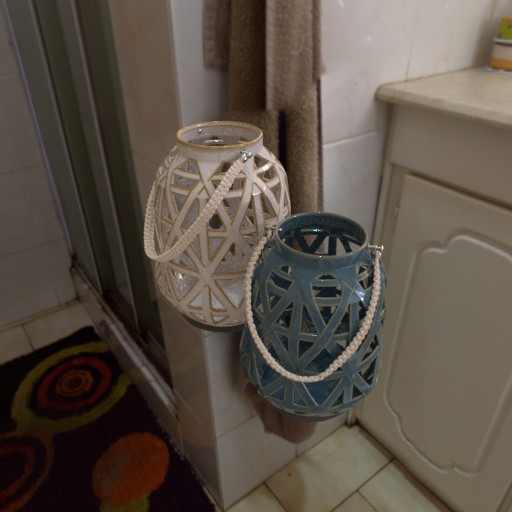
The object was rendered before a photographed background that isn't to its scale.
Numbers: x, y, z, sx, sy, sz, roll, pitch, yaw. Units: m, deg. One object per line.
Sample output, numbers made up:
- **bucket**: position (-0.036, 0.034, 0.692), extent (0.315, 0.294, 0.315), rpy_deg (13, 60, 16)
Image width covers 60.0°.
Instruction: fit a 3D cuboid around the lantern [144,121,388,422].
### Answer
- **lantern**: position (0.000, 0.000, 0.646), extent (0.245, 0.307, 0.439), rpy_deg (-20, 37, -29)
